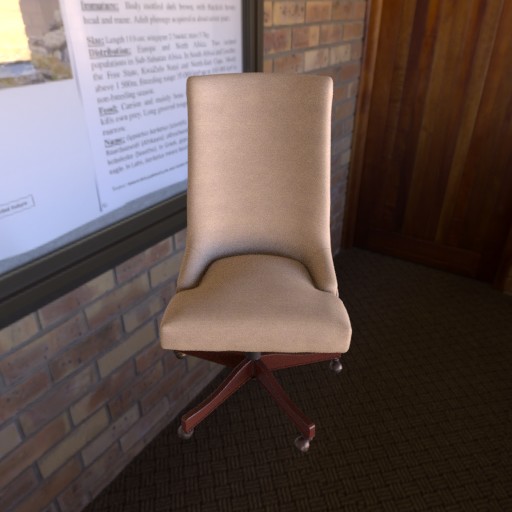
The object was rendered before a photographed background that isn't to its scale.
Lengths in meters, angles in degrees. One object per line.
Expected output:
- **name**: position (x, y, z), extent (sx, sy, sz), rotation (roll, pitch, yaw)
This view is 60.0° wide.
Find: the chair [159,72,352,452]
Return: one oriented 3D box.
- **chair**: position (0.000, 0.000, 1.413), extent (0.645, 1.010, 0.696), rotation (1, 30, 1)
